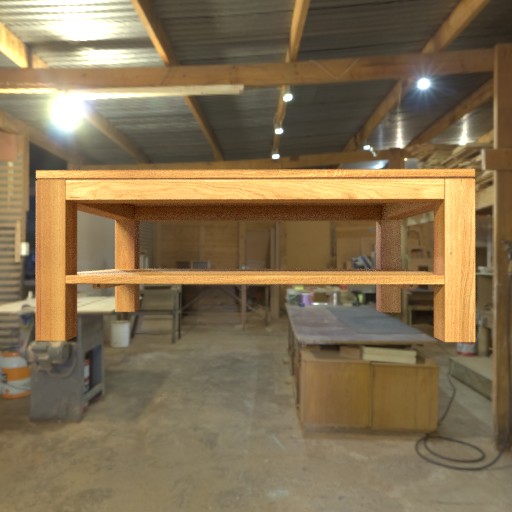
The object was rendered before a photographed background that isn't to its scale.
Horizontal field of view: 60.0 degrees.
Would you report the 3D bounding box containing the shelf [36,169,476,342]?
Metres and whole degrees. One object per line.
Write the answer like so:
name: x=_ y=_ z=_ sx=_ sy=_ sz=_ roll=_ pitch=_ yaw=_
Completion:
shelf: x=0.000 y=0.000 z=1.508 sx=1.150 sy=0.450 sz=0.700 roll=0 pitch=0 yaw=1
